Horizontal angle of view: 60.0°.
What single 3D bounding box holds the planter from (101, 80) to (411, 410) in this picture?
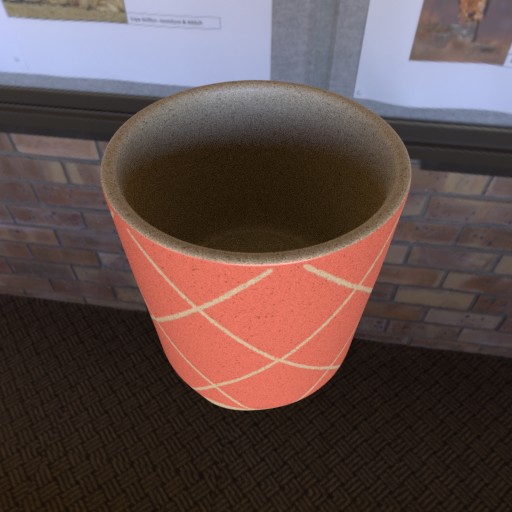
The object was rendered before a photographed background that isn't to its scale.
[{"bbox_3d":[0.000,0.000,0.417,0.227,0.235,0.227,0,48,0],"label":"planter"}]
